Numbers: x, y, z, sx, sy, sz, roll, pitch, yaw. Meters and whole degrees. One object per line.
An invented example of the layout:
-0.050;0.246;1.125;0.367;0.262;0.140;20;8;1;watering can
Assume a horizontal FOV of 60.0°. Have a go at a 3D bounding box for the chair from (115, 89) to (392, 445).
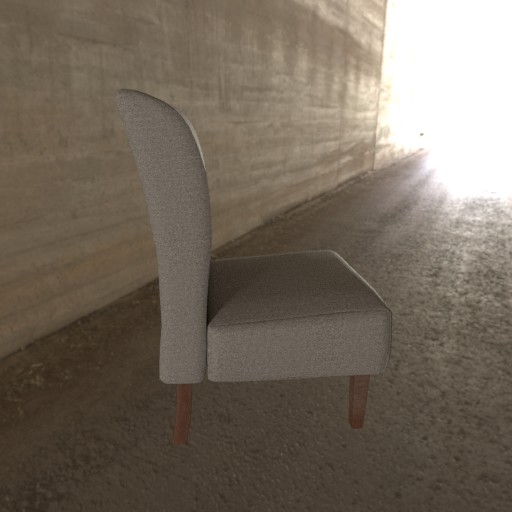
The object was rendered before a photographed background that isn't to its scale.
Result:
0.000;0.000;1.175;0.592;0.804;0.513;-3;18;-8;chair
